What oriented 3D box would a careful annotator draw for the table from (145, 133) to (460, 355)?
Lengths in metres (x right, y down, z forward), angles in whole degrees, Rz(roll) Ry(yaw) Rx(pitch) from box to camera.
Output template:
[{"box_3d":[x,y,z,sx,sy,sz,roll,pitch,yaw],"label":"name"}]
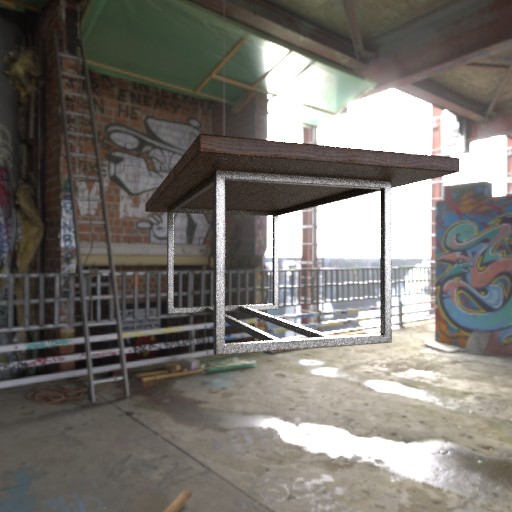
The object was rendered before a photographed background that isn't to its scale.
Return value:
[{"box_3d":[0.000,0.000,2.566,1.078,0.795,1.989,0,0,-19],"label":"table"}]
